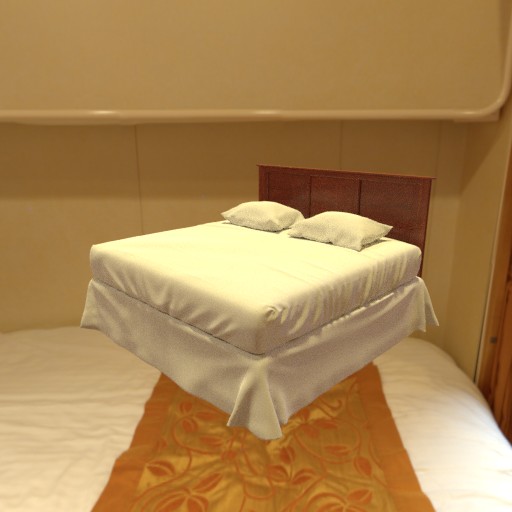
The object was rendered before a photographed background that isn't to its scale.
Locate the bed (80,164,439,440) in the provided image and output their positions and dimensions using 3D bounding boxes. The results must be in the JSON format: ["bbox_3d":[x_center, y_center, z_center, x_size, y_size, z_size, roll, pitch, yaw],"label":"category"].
[{"bbox_3d":[0.000,0.000,3.670,2.314,1.271,2.219,15,22,43],"label":"bed"}]
